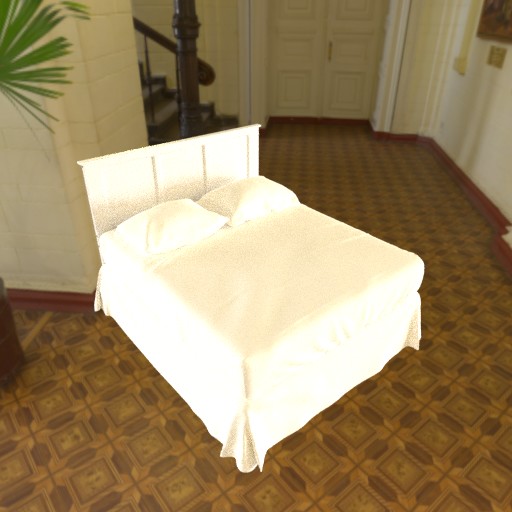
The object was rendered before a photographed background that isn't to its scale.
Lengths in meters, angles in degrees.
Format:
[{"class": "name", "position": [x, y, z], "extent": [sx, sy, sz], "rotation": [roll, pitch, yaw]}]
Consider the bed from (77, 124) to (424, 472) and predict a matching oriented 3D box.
[{"class": "bed", "position": [0.000, 0.000, 3.240], "extent": [1.876, 1.269, 2.047], "rotation": [-23, 38, -33]}]
